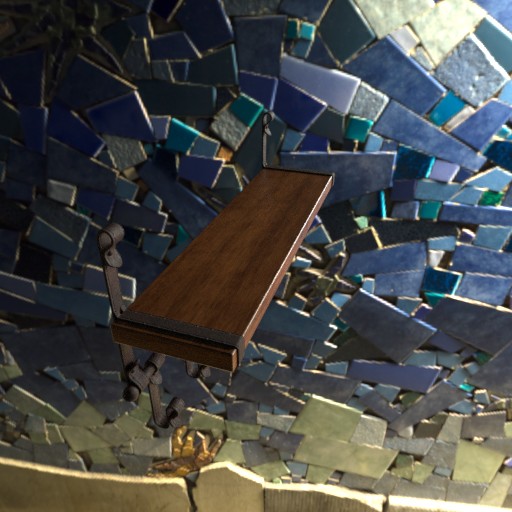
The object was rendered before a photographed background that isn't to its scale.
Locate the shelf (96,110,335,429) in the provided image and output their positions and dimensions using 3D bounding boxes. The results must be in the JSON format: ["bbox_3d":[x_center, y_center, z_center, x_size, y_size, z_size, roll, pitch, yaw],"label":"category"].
[{"bbox_3d":[0.000,0.000,0.705,0.146,0.330,0.567,10,32,16],"label":"shelf"}]
